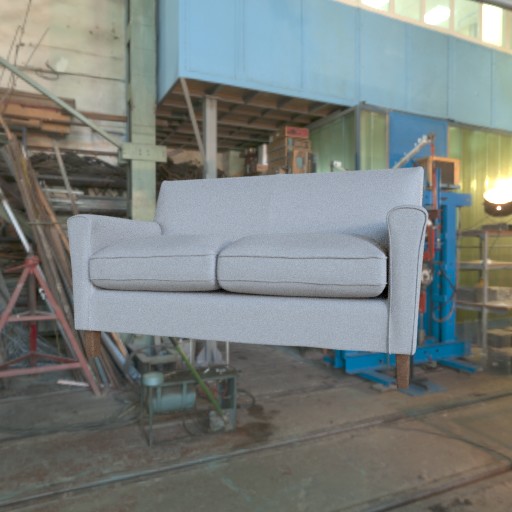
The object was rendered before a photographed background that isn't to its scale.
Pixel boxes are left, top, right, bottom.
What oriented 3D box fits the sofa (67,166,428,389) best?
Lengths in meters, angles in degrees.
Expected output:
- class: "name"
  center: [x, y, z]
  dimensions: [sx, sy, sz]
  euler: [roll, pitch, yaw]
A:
- class: "sofa"
  center: [0.000, 0.000, 2.072]
  dimensions: [1.482, 0.890, 0.888]
  euler: [0, 1, 19]
